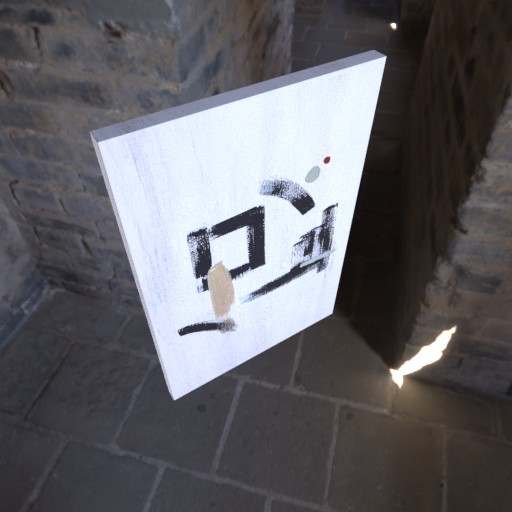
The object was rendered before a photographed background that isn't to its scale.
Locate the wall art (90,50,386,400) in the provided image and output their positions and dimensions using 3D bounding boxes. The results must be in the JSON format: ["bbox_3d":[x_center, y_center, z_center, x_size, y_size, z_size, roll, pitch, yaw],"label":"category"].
[{"bbox_3d":[0.000,0.000,1.165,0.624,0.914,0.043,-24,51,-21],"label":"wall art"}]
